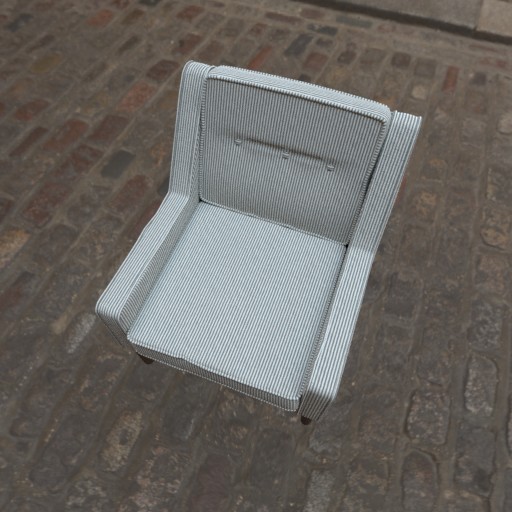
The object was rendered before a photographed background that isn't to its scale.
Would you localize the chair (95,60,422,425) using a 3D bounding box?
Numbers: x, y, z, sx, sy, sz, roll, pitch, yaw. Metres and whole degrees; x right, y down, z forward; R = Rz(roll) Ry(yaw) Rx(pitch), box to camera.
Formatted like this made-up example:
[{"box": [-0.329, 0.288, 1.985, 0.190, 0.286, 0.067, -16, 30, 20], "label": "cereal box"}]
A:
[{"box": [0.000, 0.000, 1.325, 0.663, 0.792, 0.743, 18, 61, 10], "label": "chair"}]
